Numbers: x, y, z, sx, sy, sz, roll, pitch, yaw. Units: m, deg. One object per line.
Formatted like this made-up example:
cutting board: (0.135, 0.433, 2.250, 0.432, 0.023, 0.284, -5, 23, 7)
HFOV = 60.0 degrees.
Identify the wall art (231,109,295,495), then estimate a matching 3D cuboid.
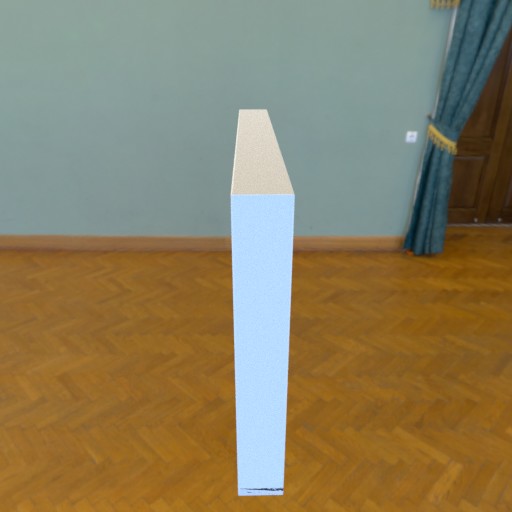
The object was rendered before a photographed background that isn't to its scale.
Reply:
wall art: (0.000, 0.000, 0.484, 0.038, 0.259, 0.381, 0, 25, -1)
